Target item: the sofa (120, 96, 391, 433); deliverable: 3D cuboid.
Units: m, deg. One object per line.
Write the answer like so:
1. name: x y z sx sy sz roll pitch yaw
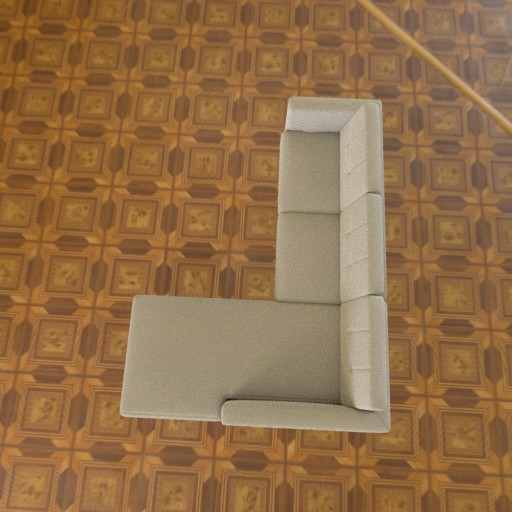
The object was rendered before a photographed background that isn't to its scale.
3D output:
1. sofa: 0.000 0.000 2.872 1.530 0.860 2.040 3 75 1
